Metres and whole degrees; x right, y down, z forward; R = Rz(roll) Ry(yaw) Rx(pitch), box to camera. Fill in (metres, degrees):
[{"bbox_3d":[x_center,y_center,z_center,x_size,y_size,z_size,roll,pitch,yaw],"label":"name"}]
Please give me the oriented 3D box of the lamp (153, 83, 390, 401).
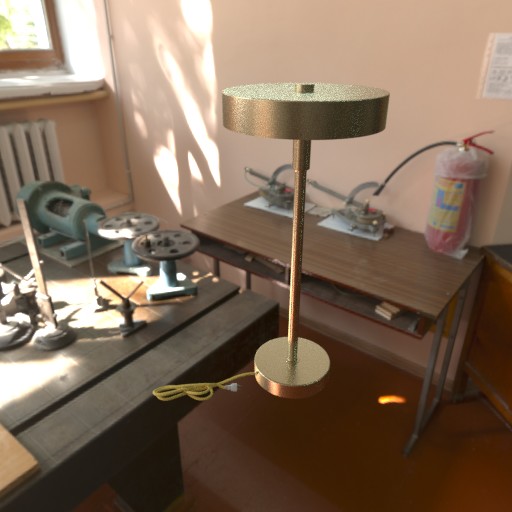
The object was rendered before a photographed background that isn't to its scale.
[{"bbox_3d":[0.000,0.000,0.704,0.369,0.508,0.229,-8,27,-16],"label":"lamp"}]
